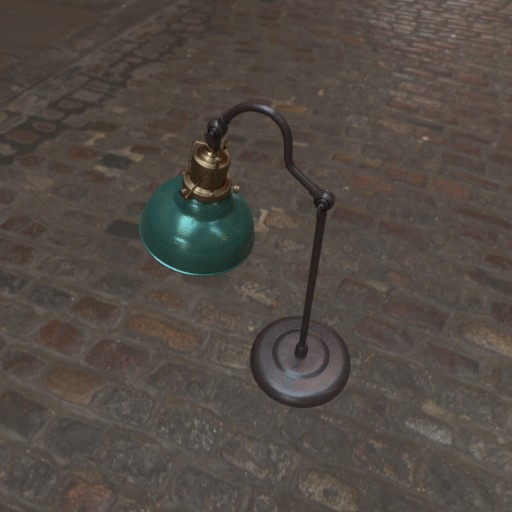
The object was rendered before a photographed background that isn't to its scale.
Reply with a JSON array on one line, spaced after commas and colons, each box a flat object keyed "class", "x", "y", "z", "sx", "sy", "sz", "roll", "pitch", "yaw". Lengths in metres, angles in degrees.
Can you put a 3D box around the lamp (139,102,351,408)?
[{"class": "lamp", "x": 0.000, "y": 0.000, "z": 0.690, "sx": 0.374, "sy": 0.508, "sz": 0.192, "roll": 17, "pitch": 49, "yaw": 15}]
